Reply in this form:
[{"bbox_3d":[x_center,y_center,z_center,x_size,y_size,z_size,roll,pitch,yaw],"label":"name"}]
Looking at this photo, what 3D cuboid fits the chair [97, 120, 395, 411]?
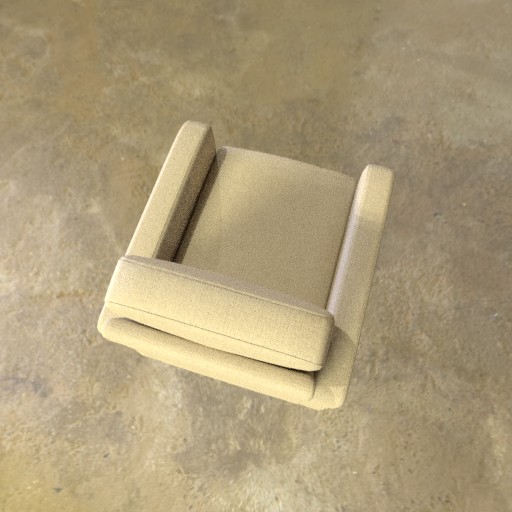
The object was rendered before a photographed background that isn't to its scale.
[{"bbox_3d":[0.000,0.000,1.498,0.755,0.827,0.888,15,66,7],"label":"chair"}]
